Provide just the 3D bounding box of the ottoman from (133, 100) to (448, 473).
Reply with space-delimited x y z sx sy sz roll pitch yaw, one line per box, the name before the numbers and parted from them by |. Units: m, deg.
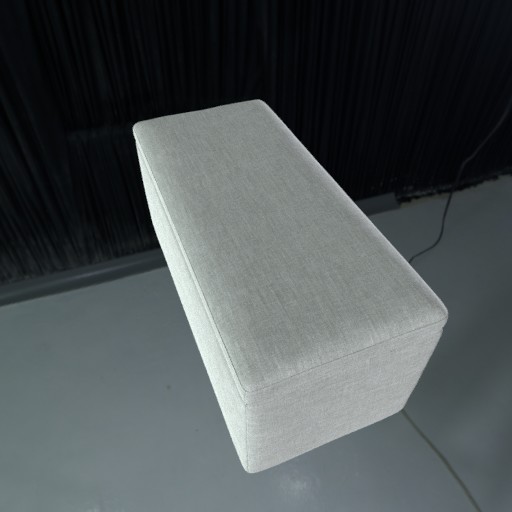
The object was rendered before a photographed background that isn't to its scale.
ottoman | 0.000 0.000 1.148 0.419 0.432 0.902 -16 48 -15
